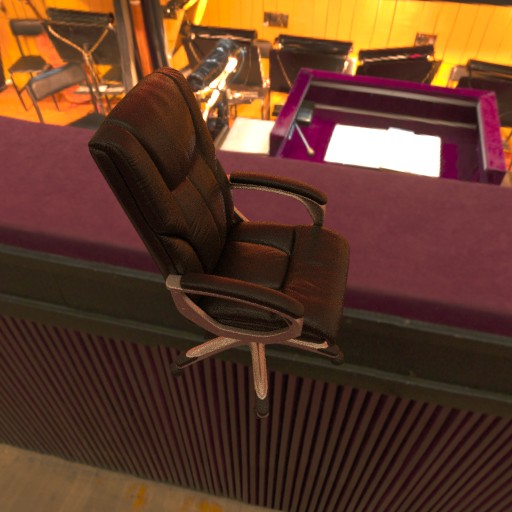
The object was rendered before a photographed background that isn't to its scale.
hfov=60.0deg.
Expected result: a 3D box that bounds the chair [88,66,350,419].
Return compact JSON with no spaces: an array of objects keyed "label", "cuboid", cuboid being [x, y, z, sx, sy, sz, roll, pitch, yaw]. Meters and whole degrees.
[{"label":"chair","cuboid":[0.000,0.000,1.592,0.780,1.145,0.700,10,47,9]}]
